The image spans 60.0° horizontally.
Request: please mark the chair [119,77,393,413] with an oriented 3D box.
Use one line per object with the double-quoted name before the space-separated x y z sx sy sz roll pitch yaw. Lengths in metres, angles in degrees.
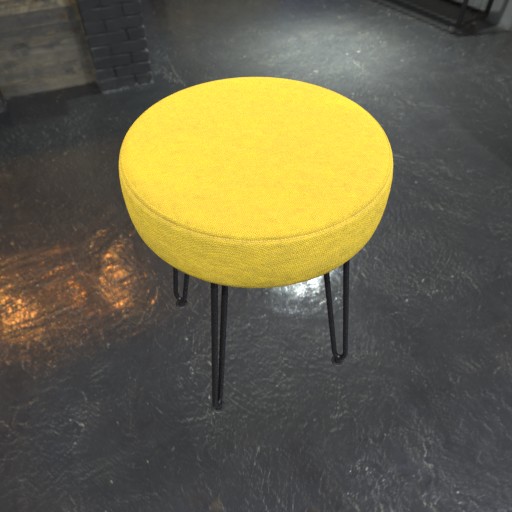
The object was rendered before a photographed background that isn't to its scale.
"chair" 0.000 0.000 0.715 0.345 0.455 0.345 -17 51 -14
